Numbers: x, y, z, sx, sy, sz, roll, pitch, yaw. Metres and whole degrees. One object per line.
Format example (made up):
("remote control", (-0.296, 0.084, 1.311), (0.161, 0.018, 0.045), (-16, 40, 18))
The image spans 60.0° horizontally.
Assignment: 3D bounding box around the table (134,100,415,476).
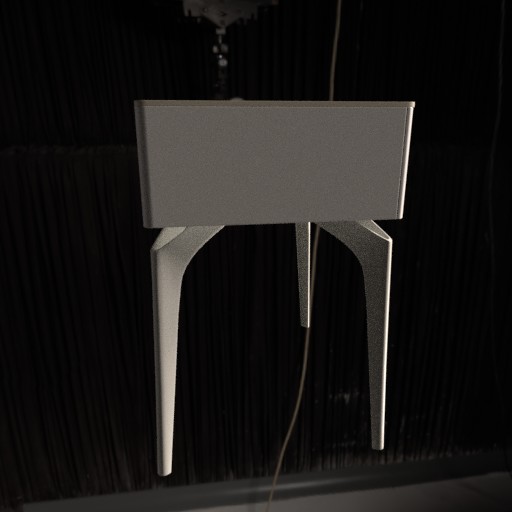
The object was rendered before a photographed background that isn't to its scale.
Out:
("table", (0.000, 0.000, 0.890), (0.400, 0.570, 0.500), (-3, 17, -9))
